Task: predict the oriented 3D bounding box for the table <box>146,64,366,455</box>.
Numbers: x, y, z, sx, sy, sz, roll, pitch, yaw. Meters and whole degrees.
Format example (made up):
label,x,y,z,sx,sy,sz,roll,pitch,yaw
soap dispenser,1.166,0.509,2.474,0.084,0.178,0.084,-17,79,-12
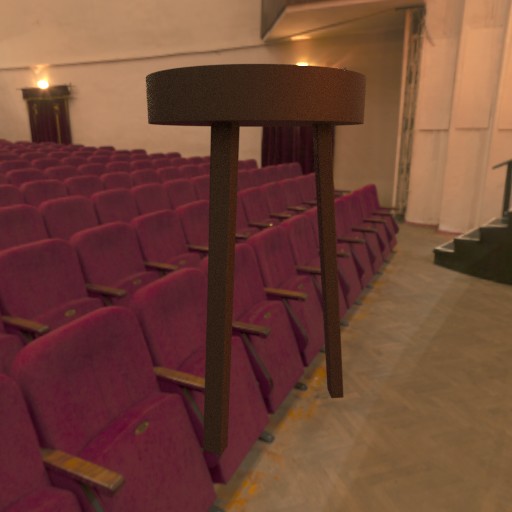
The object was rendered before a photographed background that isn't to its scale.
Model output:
label,x,y,z,sx,sy,sz,roll,pitch,yaw
table,0.000,0.000,0.927,0.406,0.686,0.406,7,17,24
